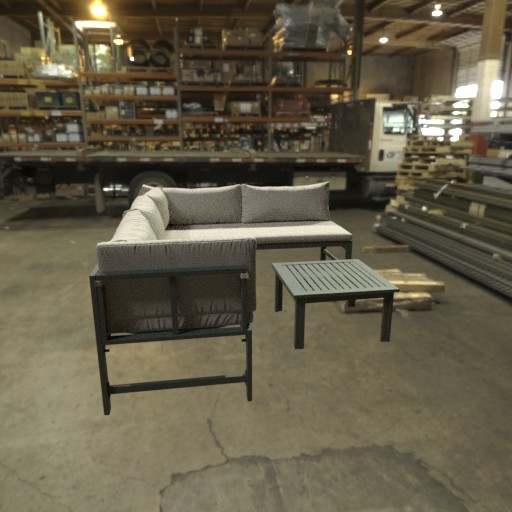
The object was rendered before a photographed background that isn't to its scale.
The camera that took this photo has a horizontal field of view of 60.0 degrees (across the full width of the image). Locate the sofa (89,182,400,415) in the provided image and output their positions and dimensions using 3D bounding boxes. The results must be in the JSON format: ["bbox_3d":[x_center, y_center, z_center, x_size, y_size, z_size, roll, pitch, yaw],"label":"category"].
[{"bbox_3d":[0.000,0.000,2.903,1.658,0.758,2.096,-3,16,-9],"label":"sofa"}]
